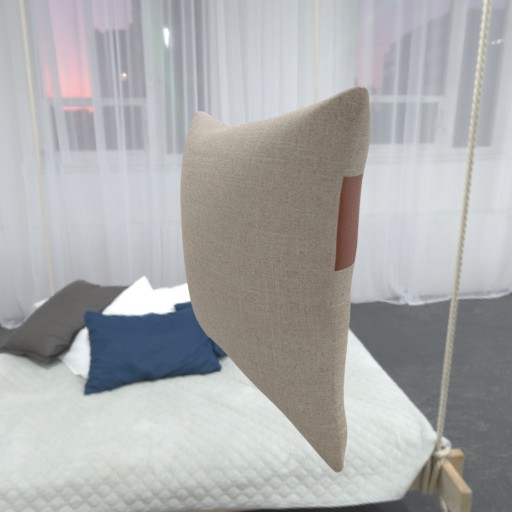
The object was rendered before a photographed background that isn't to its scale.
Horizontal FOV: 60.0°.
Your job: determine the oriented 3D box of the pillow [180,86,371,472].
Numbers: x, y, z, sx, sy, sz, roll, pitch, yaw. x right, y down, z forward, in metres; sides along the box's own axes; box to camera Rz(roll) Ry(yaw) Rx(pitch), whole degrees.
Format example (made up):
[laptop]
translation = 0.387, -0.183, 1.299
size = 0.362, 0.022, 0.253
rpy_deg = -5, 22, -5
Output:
[pillow]
translation = 0.000, 0.000, 0.607
size = 0.173, 0.399, 0.414
rpy_deg = -7, 16, -26
